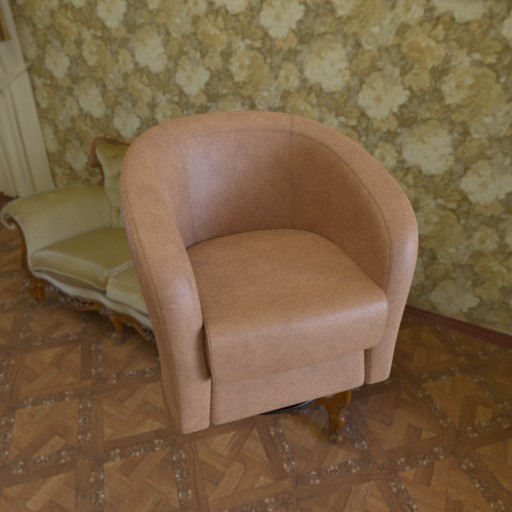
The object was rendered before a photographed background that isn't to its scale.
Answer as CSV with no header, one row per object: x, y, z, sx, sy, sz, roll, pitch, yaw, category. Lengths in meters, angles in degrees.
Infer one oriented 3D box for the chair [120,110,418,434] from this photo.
0.000,0.000,1.464,0.791,0.771,0.815,-10,32,-16,chair
